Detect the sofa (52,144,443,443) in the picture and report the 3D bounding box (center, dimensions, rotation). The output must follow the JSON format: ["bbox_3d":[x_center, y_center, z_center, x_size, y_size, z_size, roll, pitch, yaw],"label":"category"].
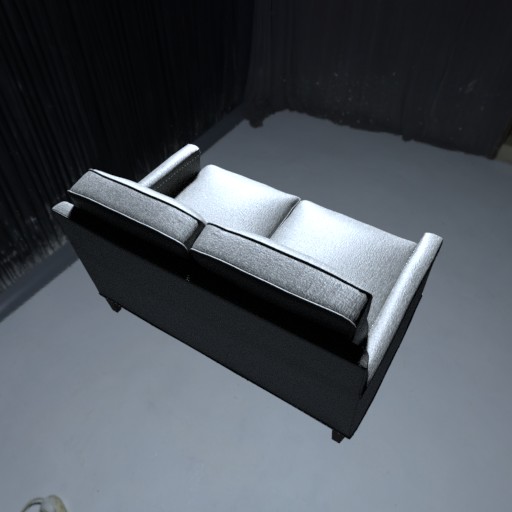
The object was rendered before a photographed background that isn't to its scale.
[{"bbox_3d":[0.000,0.000,2.262,1.597,1.003,1.084,24,51,22],"label":"sofa"}]
